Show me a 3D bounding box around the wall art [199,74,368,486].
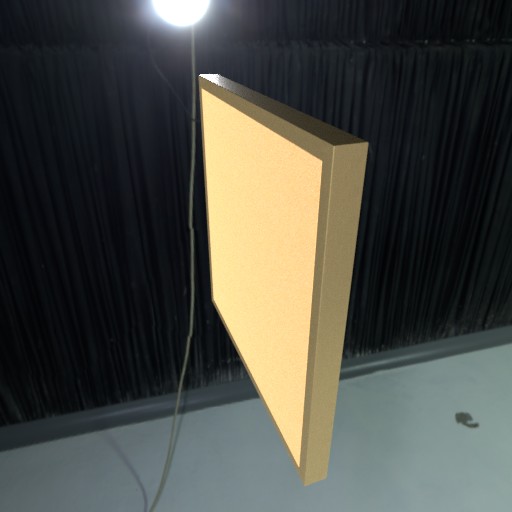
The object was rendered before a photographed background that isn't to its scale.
[{"bbox_3d":[0.000,0.000,0.447,0.023,0.305,0.305,-10,31,-18],"label":"wall art"}]
